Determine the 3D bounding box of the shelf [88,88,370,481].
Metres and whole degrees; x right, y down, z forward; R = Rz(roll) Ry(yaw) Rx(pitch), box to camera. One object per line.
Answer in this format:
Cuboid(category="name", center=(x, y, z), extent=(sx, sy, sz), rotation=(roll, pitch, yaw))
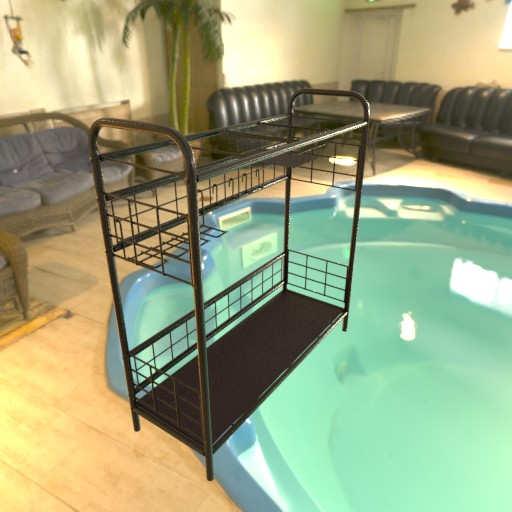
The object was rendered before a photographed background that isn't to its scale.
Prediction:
Cuboid(category="shelf", center=(0.000, 0.000, 1.543), extent=(0.350, 1.026, 0.961), rotation=(17, 30, 31))
